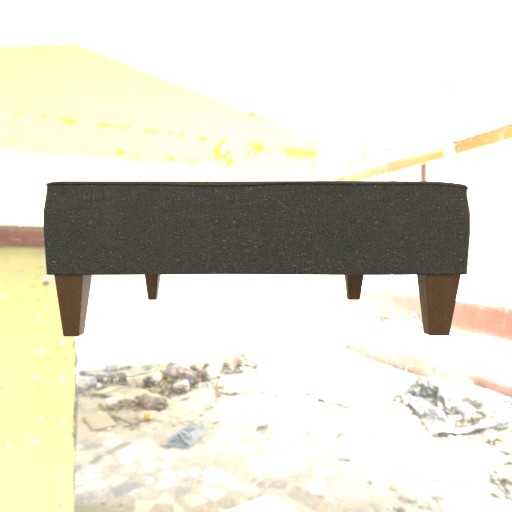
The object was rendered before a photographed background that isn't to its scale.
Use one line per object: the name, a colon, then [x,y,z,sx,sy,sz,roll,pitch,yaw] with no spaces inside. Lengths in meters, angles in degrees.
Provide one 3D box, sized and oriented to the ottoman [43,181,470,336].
ottoman: [0.000,0.000,1.511,1.004,0.382,0.968,0,0,-1]
